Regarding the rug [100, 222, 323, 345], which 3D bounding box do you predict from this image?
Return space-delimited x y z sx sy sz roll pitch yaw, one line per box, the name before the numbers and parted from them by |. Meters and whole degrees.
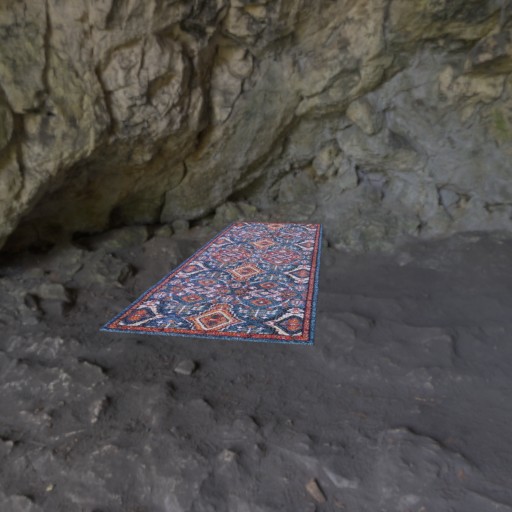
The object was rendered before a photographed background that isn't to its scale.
rug | 0.000 0.000 2.764 0.801 0.010 2.459 2 14 9
